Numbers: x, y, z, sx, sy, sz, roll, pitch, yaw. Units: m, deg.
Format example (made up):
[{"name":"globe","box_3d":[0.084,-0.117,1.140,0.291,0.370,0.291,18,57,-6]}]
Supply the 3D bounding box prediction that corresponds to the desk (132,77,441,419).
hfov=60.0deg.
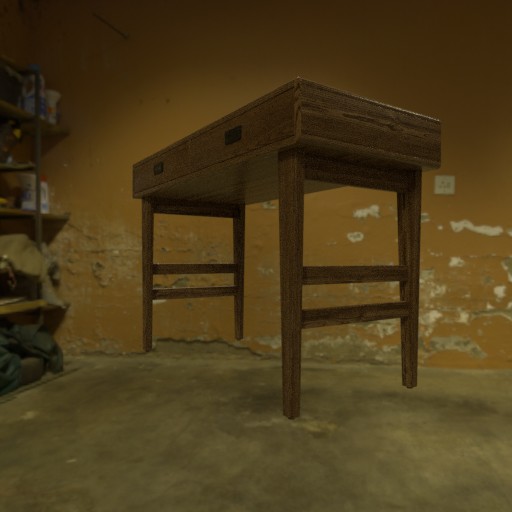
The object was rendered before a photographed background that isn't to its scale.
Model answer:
[{"name":"desk","box_3d":[0.000,0.000,1.518,0.508,0.755,1.067,0,-1,-34]}]
